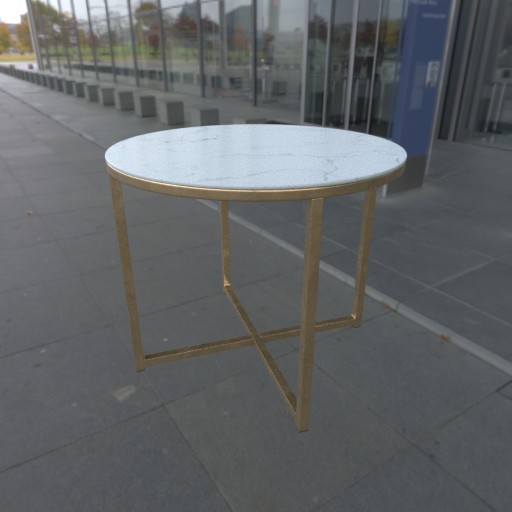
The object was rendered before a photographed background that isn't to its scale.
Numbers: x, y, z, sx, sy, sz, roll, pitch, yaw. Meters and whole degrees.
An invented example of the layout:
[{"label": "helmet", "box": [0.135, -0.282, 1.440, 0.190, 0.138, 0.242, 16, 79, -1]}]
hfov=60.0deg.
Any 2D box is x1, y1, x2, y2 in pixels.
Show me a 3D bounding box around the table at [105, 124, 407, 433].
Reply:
[{"label": "table", "box": [0.000, 0.000, 0.855, 0.500, 0.420, 0.500, 0, 25, 0]}]
